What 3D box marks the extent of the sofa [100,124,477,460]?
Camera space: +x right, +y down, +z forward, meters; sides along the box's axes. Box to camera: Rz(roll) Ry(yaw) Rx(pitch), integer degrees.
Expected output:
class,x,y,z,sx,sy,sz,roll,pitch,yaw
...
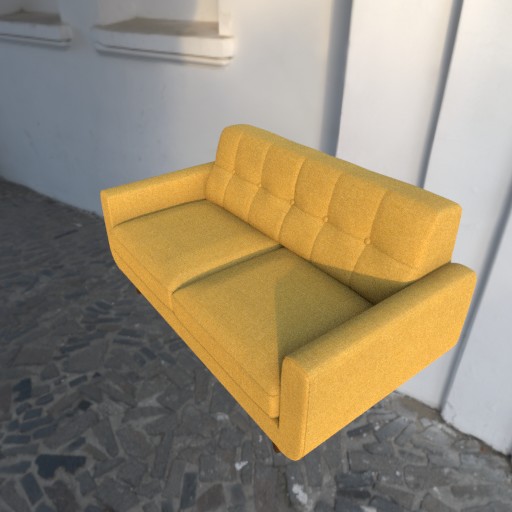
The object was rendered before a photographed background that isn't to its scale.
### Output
class,x,y,z,sx,sy,sz,roll,pitch,yaw
sofa,0.000,0.000,2.078,0.909,0.841,1.631,-21,38,-31
